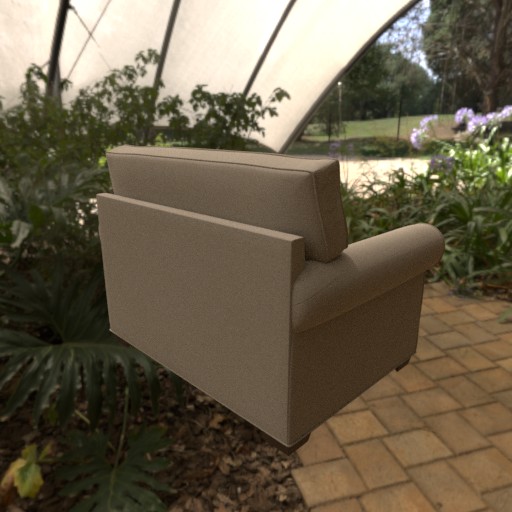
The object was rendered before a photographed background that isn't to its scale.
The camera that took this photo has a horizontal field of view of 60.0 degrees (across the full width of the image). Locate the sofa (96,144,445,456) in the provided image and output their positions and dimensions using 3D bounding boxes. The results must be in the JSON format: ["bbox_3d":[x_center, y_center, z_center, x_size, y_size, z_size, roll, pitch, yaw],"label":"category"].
[{"bbox_3d":[0.000,0.000,2.091,0.937,1.006,1.405,-16,23,-43],"label":"sofa"}]
